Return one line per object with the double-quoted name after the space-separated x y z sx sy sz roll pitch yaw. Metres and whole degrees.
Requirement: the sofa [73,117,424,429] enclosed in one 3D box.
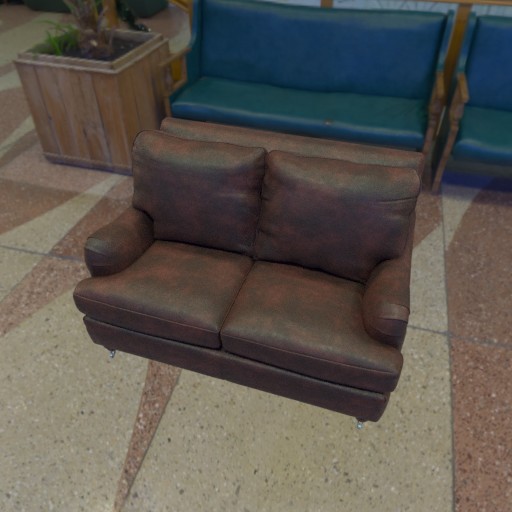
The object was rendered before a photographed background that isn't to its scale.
0.000 0.000 2.399 1.628 1.070 1.148 12 42 13 "sofa"
